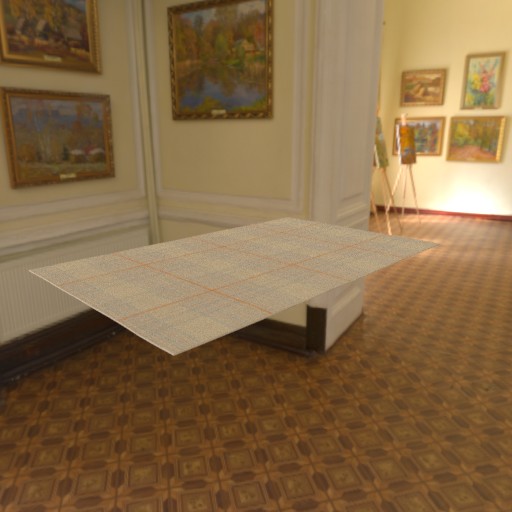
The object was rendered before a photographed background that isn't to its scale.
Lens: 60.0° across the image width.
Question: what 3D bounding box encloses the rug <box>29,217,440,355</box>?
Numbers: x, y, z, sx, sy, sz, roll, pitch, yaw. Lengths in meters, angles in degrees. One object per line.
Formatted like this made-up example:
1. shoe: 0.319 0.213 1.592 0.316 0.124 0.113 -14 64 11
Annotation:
1. rug: 0.000 0.000 3.047 1.527 0.016 2.442 15 22 43
